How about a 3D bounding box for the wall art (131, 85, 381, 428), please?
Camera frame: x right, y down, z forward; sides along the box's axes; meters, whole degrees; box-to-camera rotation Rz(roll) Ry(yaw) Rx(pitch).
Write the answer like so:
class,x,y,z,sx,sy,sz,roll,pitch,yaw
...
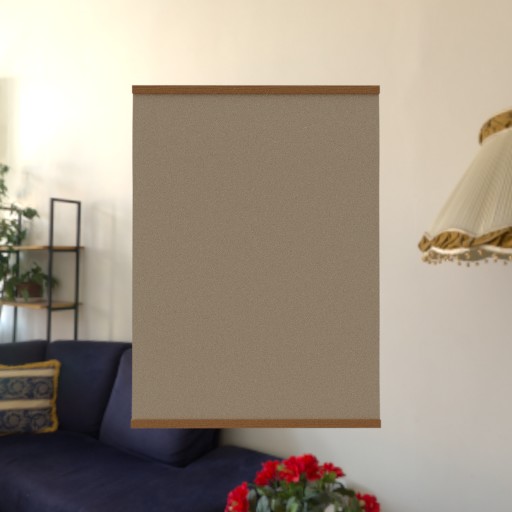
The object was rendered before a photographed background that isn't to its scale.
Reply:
class,x,y,z,sx,sy,sz,roll,pitch,yaw
wall art,0.000,0.000,1.324,0.739,1.016,0.020,0,-1,0
